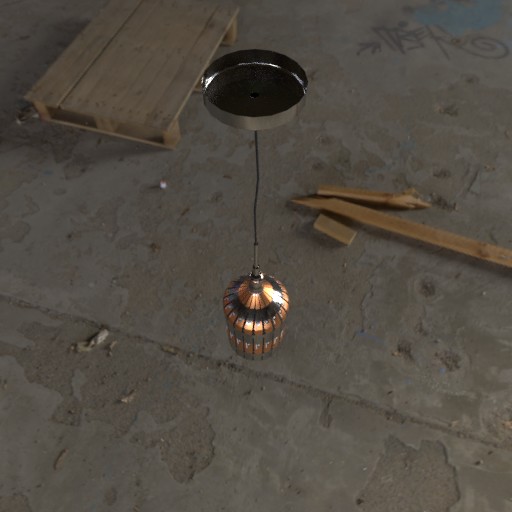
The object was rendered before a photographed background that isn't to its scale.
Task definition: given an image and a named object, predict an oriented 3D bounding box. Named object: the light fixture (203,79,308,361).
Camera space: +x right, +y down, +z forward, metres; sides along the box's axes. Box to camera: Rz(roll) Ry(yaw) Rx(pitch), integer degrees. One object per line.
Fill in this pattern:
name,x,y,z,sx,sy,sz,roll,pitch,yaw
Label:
light fixture,0.000,0.000,1.682,0.303,1.535,0.303,0,58,0
